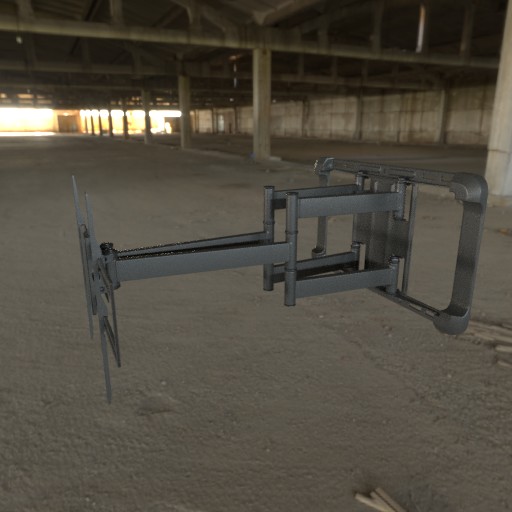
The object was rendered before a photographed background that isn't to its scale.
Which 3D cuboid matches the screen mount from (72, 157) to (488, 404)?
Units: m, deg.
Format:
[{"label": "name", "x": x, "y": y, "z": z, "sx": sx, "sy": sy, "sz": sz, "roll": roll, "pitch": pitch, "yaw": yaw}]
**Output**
[{"label": "screen mount", "x": 0.000, "y": 0.000, "z": 1.259, "sx": 0.905, "sy": 0.483, "sz": 0.725, "roll": -8, "pitch": 18, "yaw": -24}]
